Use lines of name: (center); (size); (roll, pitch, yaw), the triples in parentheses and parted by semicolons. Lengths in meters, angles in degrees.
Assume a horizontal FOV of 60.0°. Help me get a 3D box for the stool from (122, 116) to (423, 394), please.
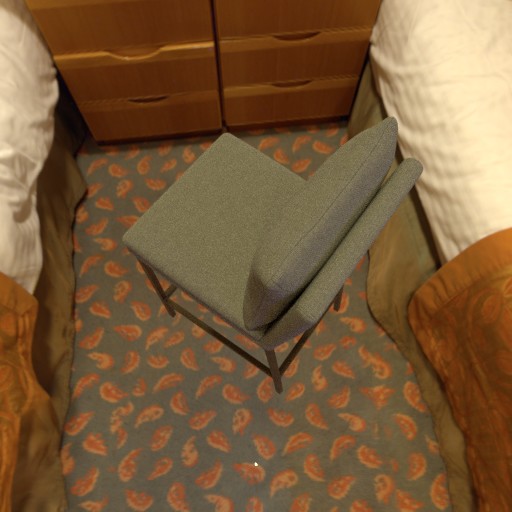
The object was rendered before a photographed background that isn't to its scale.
stool: (0.000, 0.000, 1.318); (0.569, 1.031, 0.463); (34, 69, 15)
